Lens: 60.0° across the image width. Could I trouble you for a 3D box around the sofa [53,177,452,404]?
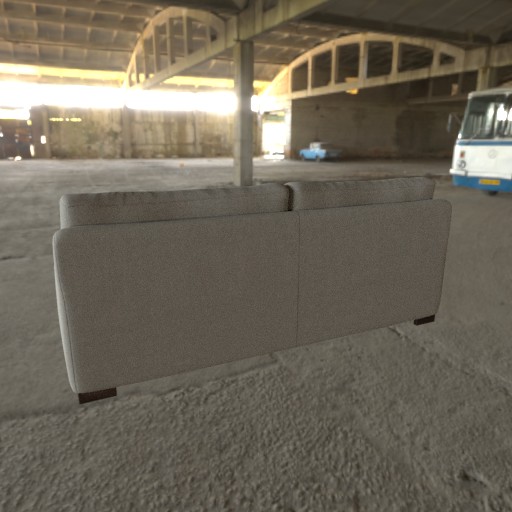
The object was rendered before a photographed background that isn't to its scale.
[{"bbox_3d":[0.000,0.000,2.825,2.354,0.980,0.962,-7,16,-25],"label":"sofa"}]
